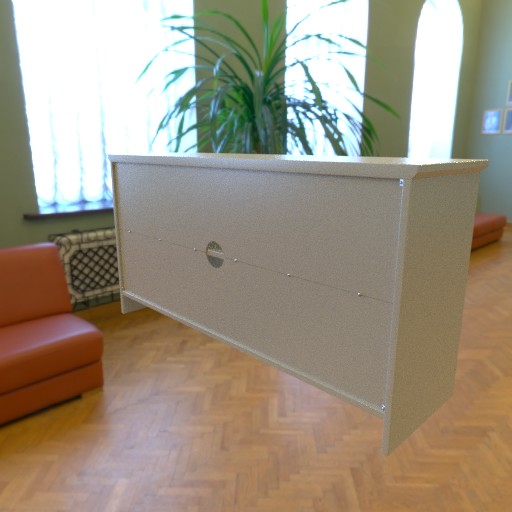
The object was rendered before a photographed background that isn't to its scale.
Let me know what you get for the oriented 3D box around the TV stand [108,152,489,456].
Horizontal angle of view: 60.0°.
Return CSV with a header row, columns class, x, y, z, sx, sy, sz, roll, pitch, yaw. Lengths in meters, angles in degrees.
class,x,y,z,sx,sy,sz,roll,pitch,yaw
TV stand,0.000,0.000,1.371,0.344,0.603,1.167,-14,20,-43
